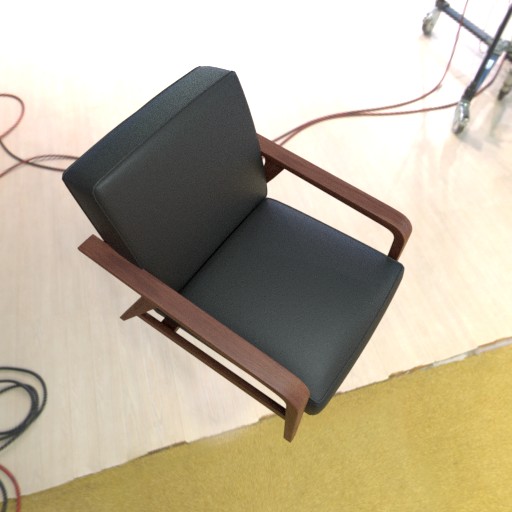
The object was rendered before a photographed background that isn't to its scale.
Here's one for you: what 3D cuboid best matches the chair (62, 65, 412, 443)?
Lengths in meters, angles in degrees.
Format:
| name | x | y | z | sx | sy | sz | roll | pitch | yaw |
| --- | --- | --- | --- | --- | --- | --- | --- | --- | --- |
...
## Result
| name | x | y | z | sx | sy | sz | roll | pitch | yaw |
| --- | --- | --- | --- | --- | --- | --- | --- | --- | --- |
| chair | 0.000 | 0.000 | 1.473 | 0.889 | 0.861 | 0.719 | 30 | 62 | 18 |
